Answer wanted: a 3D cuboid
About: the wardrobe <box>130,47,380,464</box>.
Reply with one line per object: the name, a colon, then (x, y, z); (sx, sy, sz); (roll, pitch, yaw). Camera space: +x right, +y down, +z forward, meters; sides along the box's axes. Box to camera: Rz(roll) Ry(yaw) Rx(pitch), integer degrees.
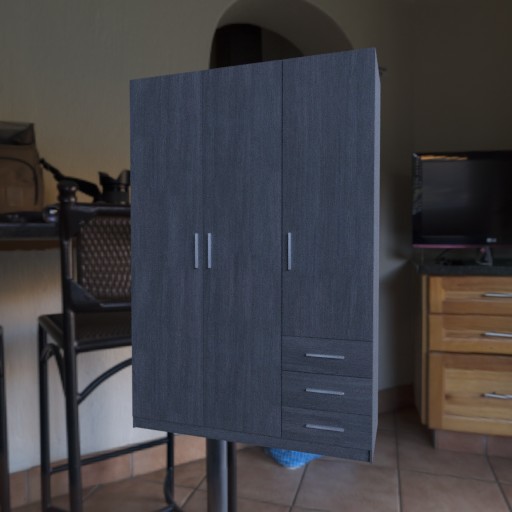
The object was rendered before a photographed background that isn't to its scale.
wardrobe: (0.000, 0.000, 2.455); (1.290, 1.910, 0.510); (1, 2, 18)
